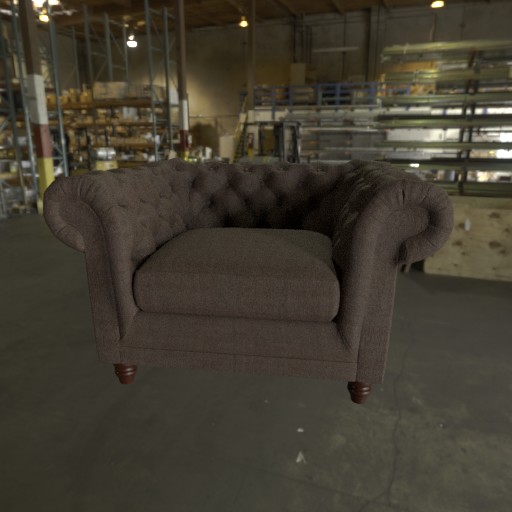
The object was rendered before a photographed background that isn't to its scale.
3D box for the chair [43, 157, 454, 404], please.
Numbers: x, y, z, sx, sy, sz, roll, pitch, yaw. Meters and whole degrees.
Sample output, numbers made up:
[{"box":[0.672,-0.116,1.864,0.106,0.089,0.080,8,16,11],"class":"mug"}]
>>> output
[{"box":[0.000,0.000,1.853,1.298,0.780,0.945,2,15,8],"class":"chair"}]
